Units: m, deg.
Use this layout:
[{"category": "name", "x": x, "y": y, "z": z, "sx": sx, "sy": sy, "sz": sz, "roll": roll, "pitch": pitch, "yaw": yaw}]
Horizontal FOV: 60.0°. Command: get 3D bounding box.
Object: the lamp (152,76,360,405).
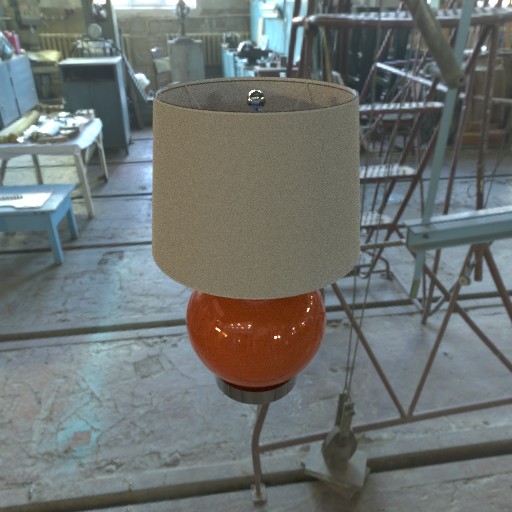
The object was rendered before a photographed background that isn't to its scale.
[{"category": "lamp", "x": 0.000, "y": 0.000, "z": 0.546, "sx": 0.247, "sy": 0.387, "sz": 0.247, "roll": 0, "pitch": 30, "yaw": 0}]
